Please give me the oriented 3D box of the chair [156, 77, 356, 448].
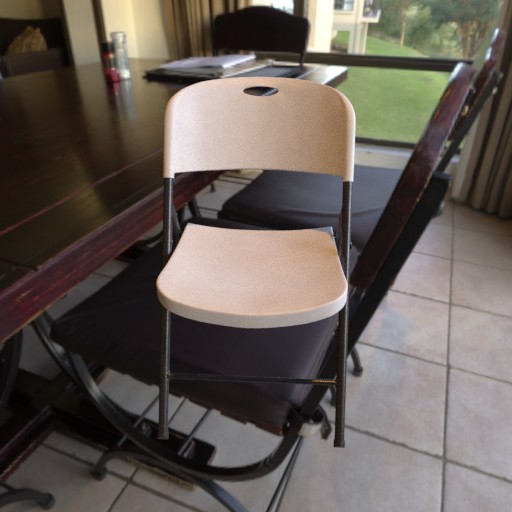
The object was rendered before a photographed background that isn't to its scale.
[{"bbox_3d":[0.000,0.000,1.183,0.494,0.810,0.566,2,31,3],"label":"chair"}]
